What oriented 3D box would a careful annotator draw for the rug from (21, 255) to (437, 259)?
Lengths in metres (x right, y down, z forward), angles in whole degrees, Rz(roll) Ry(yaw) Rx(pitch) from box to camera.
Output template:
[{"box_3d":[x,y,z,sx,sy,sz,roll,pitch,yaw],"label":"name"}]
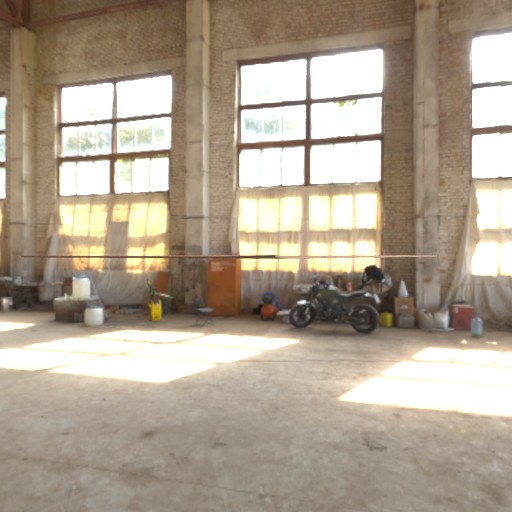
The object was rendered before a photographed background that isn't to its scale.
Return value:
[{"box_3d":[0.000,0.000,4.064,2.431,0.021,3.057,0,0,36],"label":"rug"}]
